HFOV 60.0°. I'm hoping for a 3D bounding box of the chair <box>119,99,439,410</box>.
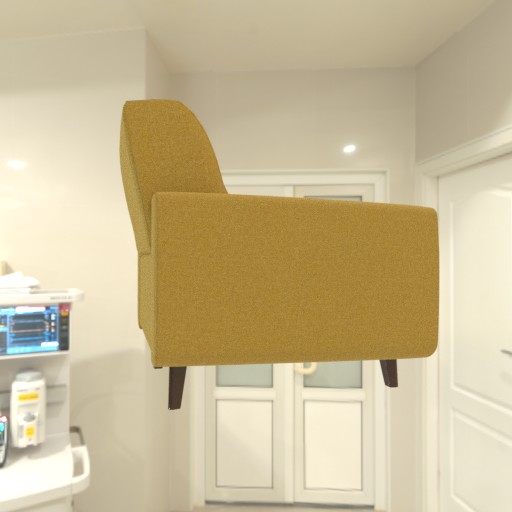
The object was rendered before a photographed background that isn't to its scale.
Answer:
[{"bbox_3d":[0.000,0.000,1.544,0.909,0.841,0.831,0,-1,-18],"label":"chair"}]
